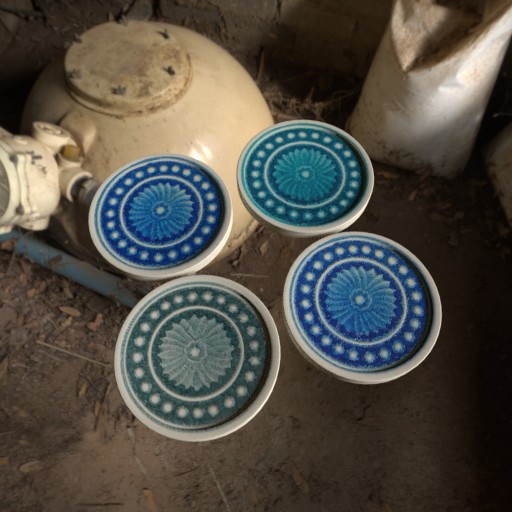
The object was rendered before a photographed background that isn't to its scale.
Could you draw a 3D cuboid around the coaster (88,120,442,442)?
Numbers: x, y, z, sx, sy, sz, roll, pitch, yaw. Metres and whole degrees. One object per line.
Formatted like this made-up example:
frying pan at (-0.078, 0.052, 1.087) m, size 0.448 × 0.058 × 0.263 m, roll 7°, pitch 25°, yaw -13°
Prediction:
coaster at (0.000, 0.000, 0.323) m, size 0.224 × 0.010 × 0.220 m, roll -16°, pitch 65°, yaw -7°
